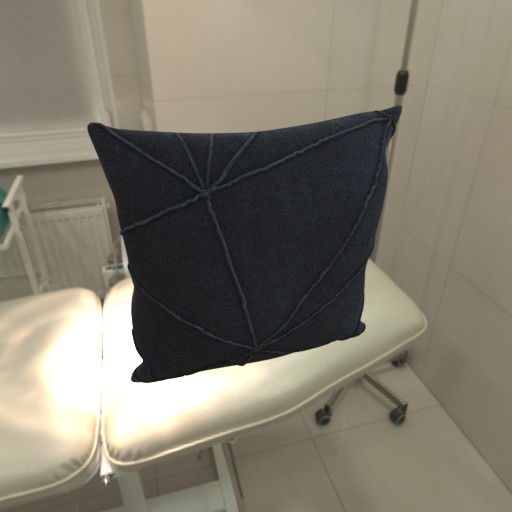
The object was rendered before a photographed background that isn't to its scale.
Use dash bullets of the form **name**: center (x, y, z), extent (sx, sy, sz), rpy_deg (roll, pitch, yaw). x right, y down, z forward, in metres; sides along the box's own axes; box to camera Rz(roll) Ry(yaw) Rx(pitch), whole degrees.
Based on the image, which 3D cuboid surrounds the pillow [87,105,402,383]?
- **pillow**: center (0.000, 0.000, 0.688), extent (0.439, 0.440, 0.183), rpy_deg (-9, 33, -14)
